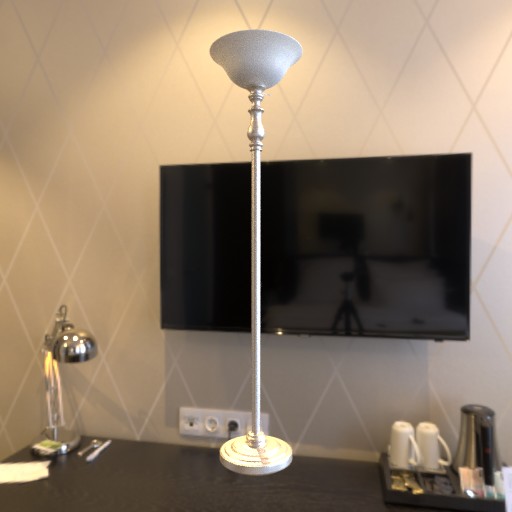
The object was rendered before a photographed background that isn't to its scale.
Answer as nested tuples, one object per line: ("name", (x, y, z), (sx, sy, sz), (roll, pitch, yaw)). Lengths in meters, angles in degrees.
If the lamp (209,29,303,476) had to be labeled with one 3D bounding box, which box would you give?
("lamp", (0.000, 0.000, 1.929), (0.405, 1.771, 0.405), (0, 0, -19))
